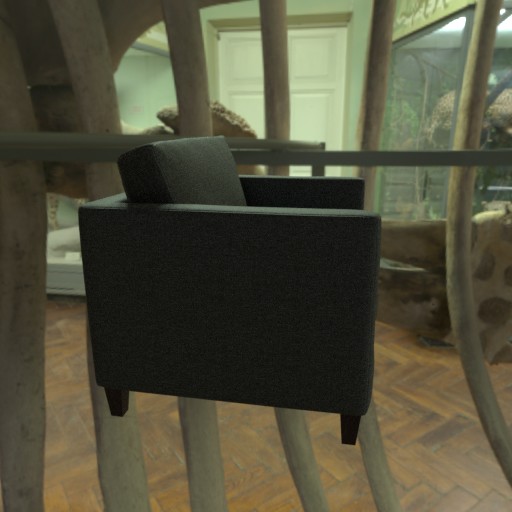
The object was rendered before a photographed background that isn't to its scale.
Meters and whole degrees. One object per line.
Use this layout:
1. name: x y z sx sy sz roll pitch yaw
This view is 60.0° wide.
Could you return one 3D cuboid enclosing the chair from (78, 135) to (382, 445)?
1. chair: 0.000 0.000 1.852 0.959 0.963 1.107 3 16 10
